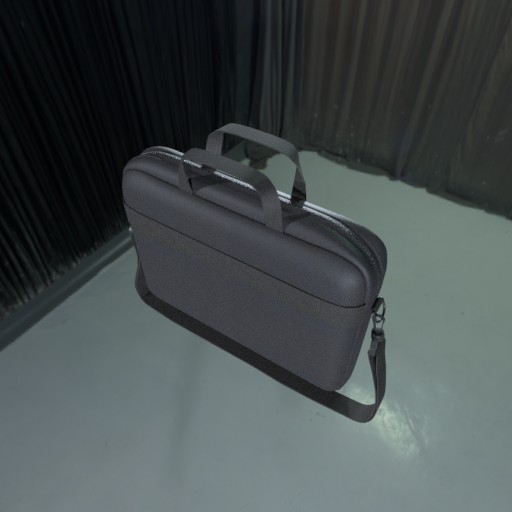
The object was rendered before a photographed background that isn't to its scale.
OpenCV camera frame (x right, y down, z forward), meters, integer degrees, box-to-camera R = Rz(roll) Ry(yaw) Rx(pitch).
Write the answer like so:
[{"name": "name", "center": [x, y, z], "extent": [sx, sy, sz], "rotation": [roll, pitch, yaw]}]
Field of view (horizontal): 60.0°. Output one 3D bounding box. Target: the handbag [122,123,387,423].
[{"name": "handbag", "center": [0.000, 0.000, 0.584], "extent": [0.429, 0.330, 0.126], "rotation": [25, 51, 22]}]
